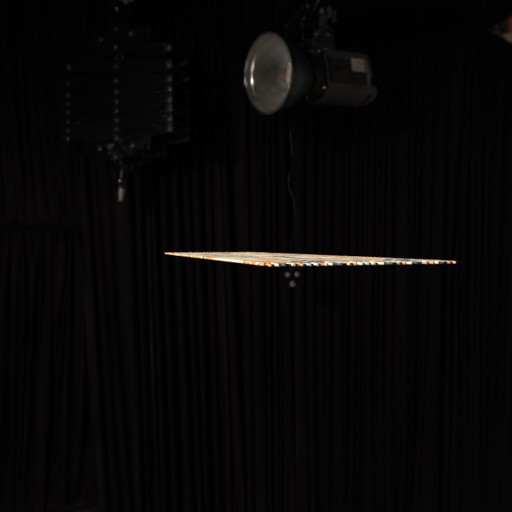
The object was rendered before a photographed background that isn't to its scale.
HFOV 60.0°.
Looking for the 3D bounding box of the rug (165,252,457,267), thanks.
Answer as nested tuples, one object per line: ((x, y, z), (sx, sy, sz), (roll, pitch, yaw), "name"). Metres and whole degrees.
((0.000, 0.000, 2.680), (0.783, 0.010, 2.437), (0, 1, -20), "rug")
